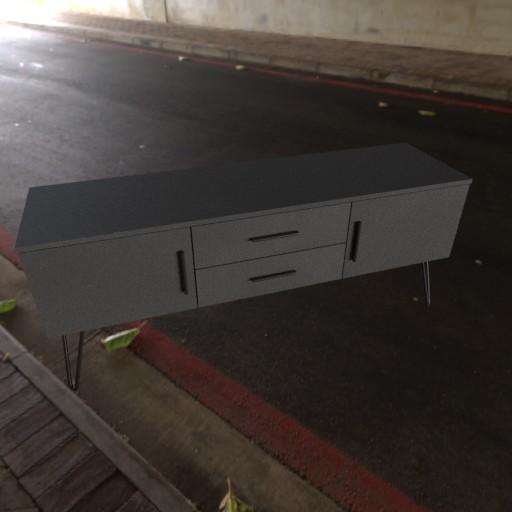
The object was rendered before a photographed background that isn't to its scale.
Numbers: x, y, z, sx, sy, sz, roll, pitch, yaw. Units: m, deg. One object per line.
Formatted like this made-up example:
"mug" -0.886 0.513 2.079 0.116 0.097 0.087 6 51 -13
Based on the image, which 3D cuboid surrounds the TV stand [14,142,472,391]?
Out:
"TV stand" 0.000 0.000 1.597 1.400 0.560 0.400 -10 34 -15
